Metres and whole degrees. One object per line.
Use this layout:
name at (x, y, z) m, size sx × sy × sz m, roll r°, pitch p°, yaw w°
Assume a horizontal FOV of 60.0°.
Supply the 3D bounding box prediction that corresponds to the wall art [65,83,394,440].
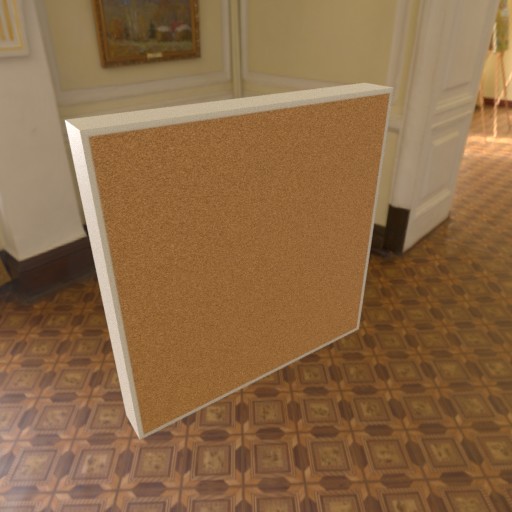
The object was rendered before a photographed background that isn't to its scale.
wall art at (0.000, 0.000, 0.454) m, size 0.305 × 0.304 × 0.038 m, roll -19°, pitch 35°, yaw -29°
